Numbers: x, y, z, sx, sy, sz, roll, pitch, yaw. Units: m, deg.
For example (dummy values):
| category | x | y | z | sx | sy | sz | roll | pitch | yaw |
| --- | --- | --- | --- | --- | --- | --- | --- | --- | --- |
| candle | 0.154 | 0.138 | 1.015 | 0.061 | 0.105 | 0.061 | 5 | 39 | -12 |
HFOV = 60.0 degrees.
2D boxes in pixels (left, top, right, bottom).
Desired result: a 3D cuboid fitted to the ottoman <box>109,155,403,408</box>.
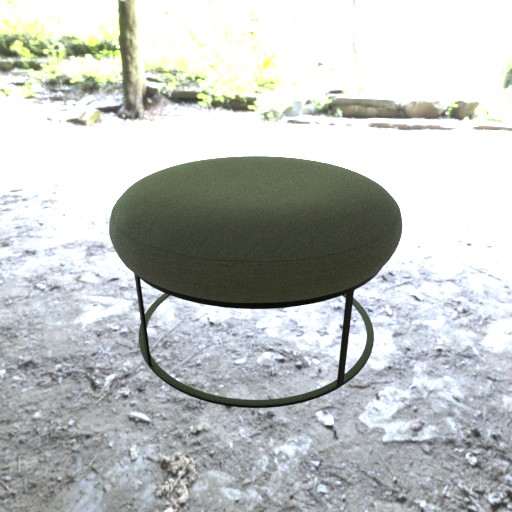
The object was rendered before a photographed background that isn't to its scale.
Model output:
| category | x | y | z | sx | sy | sz | roll | pitch | yaw |
| --- | --- | --- | --- | --- | --- | --- | --- | --- | --- |
| ottoman | 0.000 | 0.000 | 1.268 | 0.769 | 0.459 | 0.769 | 0 | 26 | 0 |
